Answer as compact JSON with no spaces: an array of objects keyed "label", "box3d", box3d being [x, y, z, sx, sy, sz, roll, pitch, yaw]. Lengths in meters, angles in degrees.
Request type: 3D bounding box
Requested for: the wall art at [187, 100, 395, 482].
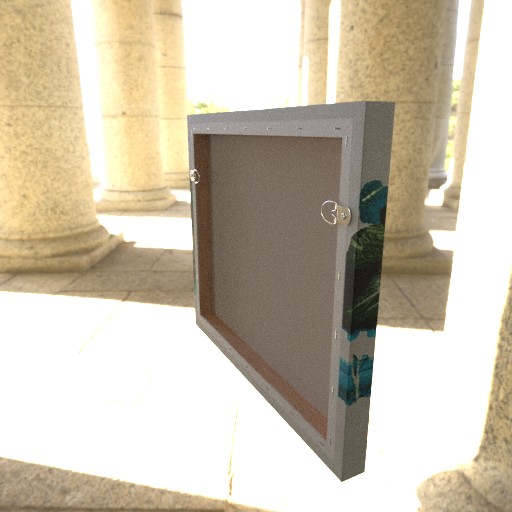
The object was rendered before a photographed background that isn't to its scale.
[{"label":"wall art","box3d":[0.000,0.000,0.696,0.041,0.435,0.507,-8,18,-26]}]
